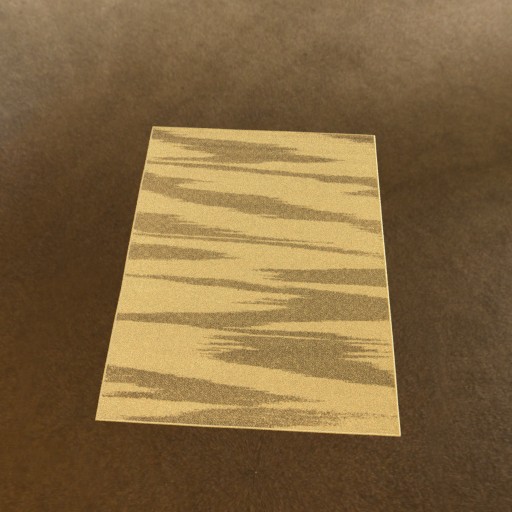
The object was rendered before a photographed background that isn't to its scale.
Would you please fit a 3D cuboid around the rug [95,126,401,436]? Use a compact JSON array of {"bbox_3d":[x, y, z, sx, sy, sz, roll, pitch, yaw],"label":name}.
[{"bbox_3d":[0.000,0.000,4.033,2.353,0.014,2.945,3,64,1],"label":"rug"}]
